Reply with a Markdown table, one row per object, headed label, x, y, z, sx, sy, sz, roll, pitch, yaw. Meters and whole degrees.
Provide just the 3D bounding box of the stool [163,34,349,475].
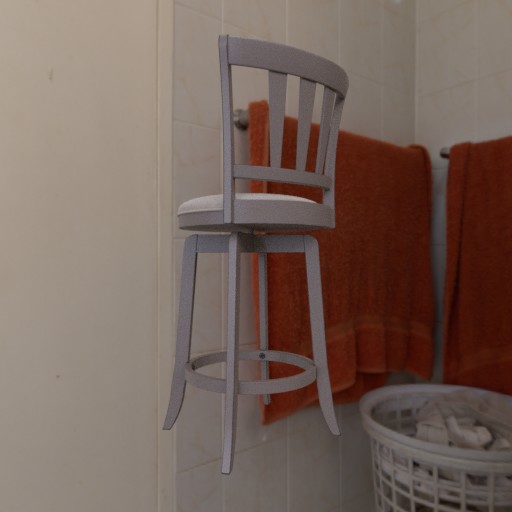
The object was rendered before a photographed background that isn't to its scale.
| label | x | y | z | sx | sy | sz | roll | pitch | yaw |
| --- | --- | --- | --- | --- | --- | --- | --- | --- | --- |
| stool | 0.000 | 0.000 | 1.267 | 0.436 | 1.023 | 0.475 | 0 | 0 | -36 |
